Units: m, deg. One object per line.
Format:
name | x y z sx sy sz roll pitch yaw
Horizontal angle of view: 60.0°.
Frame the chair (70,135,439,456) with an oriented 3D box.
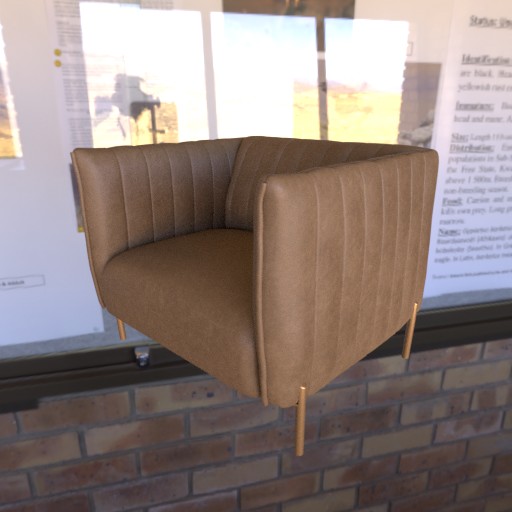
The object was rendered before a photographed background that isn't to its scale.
chair | 0.000 0.000 1.602 0.981 0.779 0.876 17 25 41
